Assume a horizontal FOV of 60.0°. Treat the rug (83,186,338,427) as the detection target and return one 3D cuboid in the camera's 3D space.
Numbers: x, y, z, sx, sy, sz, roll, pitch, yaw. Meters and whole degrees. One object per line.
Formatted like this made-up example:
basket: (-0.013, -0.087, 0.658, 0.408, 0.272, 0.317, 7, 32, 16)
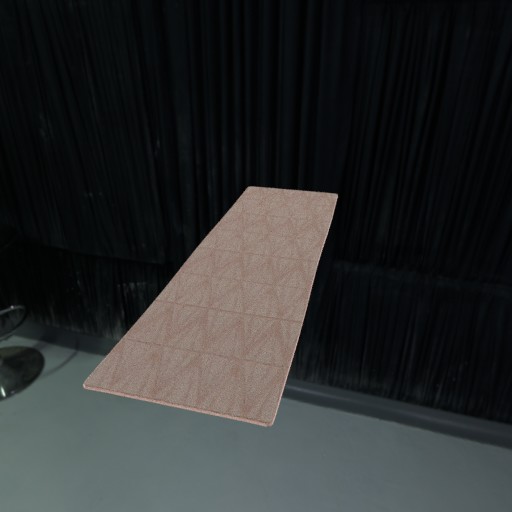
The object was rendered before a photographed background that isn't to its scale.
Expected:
rug: (0.000, 0.000, 2.659, 0.760, 0.015, 2.435, 7, 28, 13)
